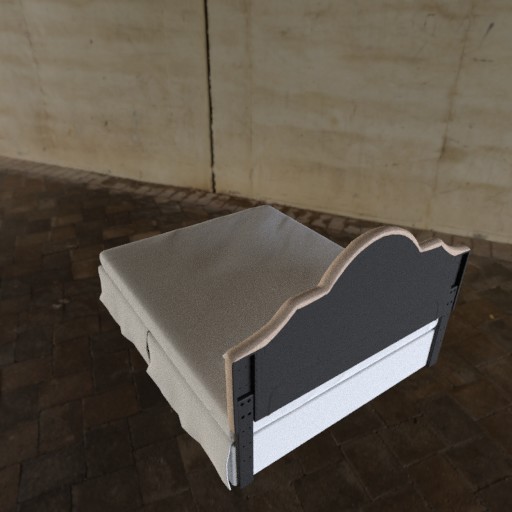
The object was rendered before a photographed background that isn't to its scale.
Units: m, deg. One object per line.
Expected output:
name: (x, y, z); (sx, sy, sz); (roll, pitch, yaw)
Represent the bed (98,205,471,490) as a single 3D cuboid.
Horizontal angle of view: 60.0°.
bed: (0.000, 0.000, 2.915); (1.667, 1.194, 1.970); (-19, 36, -29)
